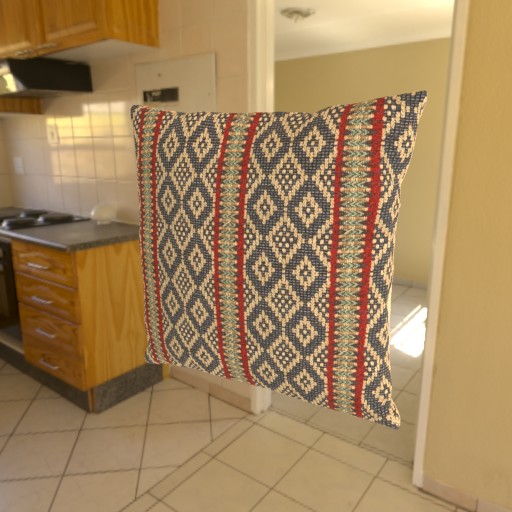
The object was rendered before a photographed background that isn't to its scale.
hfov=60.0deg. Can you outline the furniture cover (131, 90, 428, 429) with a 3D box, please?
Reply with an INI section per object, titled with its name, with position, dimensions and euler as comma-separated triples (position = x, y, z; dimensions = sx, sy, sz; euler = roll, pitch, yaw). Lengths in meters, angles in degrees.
[furniture cover]
position = 0.000, 0.000, 0.638
dimensions = 0.431, 0.431, 0.139
euler = 7, 15, 26
